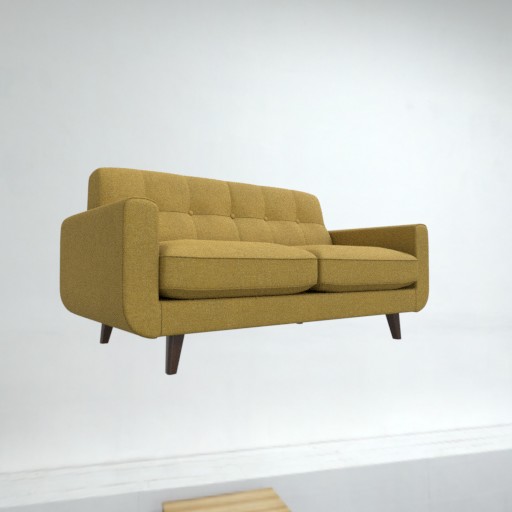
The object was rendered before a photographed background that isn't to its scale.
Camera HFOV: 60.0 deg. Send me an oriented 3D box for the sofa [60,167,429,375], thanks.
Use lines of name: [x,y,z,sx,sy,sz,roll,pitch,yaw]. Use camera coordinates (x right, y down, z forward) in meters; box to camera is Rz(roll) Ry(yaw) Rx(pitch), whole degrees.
sofa: [0.000,0.000,2.191,1.631,0.841,0.909,1,-2,-36]
